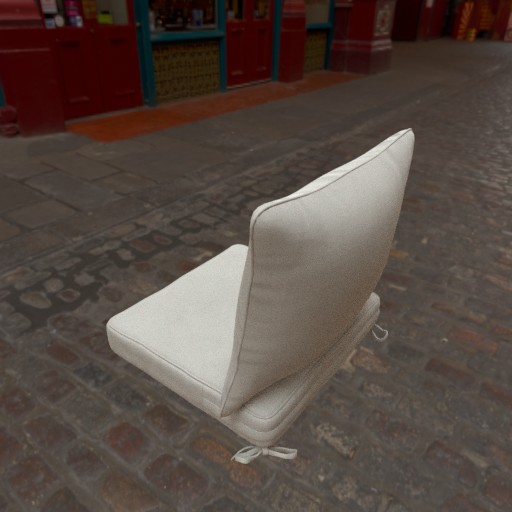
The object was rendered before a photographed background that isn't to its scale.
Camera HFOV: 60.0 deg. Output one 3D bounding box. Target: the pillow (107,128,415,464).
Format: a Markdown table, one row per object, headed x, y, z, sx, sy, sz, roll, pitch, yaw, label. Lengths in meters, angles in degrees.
| x | y | z | sx | sy | sz | roll | pitch | yaw | label |
| --- | --- | --- | --- | --- | --- | --- | --- | --- | --- |
| 0.000 | 0.000 | 1.347 | 0.733 | 0.716 | 0.798 | 21 | 36 | 32 | pillow |
